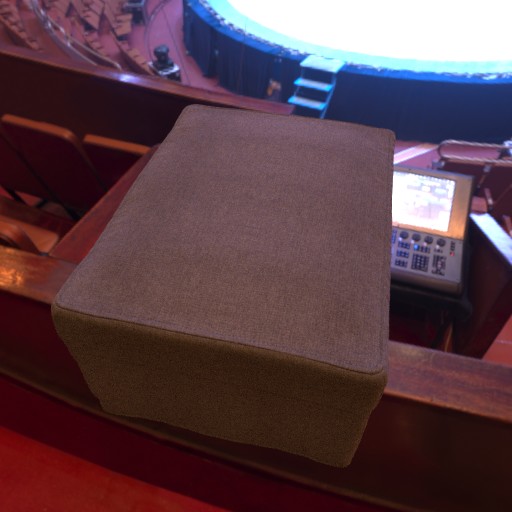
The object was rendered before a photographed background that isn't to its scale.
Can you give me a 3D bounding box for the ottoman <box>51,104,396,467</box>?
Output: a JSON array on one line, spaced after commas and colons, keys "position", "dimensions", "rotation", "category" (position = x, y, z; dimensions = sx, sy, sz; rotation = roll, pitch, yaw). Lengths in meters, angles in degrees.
[{"position": [0.000, 0.000, 1.195], "dimensions": [0.652, 0.492, 0.833], "rotation": [10, 47, 9], "category": "ottoman"}]
